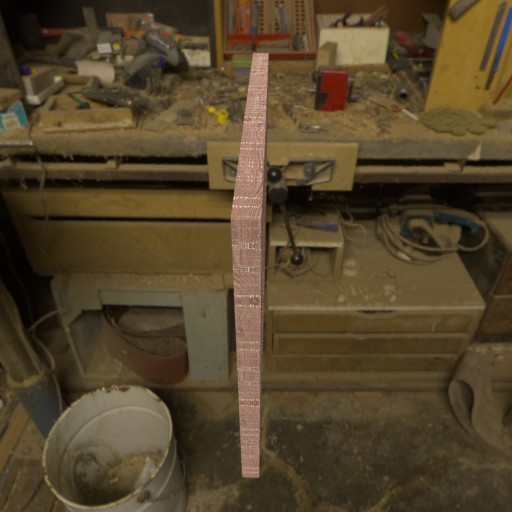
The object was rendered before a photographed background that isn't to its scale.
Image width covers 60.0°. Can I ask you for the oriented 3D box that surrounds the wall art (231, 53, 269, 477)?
[{"bbox_3d":[0.000,0.000,0.782,0.029,0.531,0.531,1,40,1],"label":"wall art"}]
